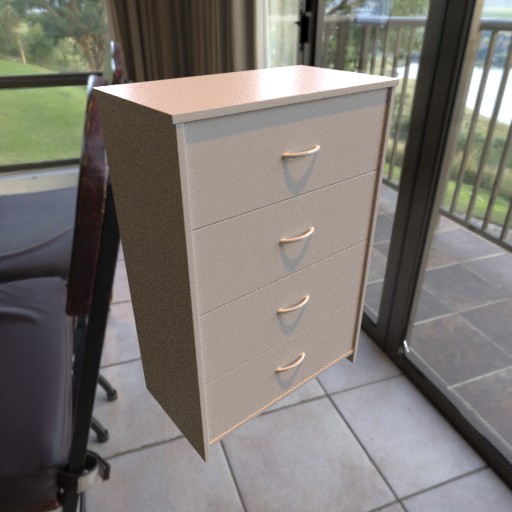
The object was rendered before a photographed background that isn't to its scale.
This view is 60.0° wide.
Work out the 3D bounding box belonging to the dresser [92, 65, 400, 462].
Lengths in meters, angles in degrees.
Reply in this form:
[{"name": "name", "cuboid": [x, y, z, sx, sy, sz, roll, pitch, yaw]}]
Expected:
[{"name": "dresser", "cuboid": [0.000, 0.000, 1.390, 0.704, 1.021, 0.401, -22, 36, -33]}]
